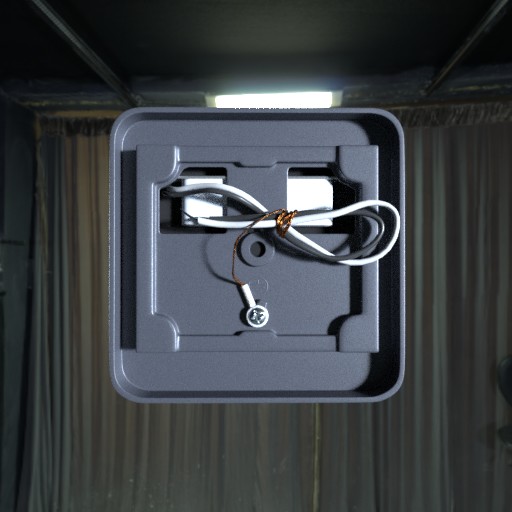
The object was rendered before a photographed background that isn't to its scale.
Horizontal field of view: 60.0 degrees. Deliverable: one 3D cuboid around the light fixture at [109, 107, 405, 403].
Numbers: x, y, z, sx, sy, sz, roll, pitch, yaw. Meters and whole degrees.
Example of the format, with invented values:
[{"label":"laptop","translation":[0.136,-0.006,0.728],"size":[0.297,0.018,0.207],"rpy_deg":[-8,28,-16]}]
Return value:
[{"label":"light fixture","translation":[0.000,0.000,0.221],"size":[0.109,0.109,0.132],"rpy_deg":[0,0,-1]}]
